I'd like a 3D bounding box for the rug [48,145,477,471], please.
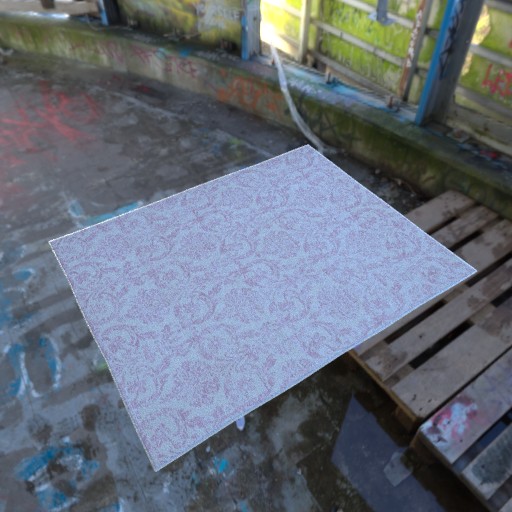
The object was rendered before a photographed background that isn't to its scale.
[{"bbox_3d":[0.000,0.000,3.912,2.980,0.012,2.363,-25,51,-22],"label":"rug"}]
